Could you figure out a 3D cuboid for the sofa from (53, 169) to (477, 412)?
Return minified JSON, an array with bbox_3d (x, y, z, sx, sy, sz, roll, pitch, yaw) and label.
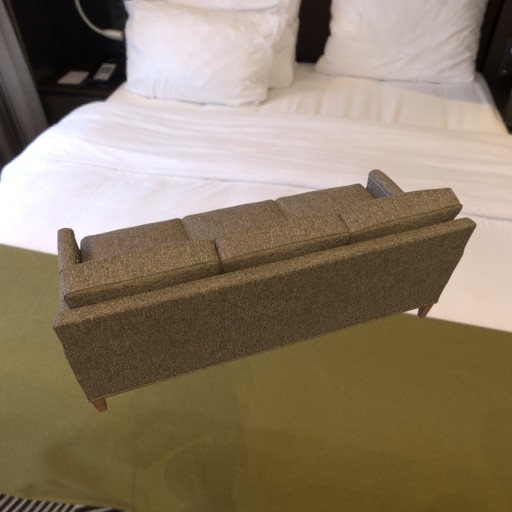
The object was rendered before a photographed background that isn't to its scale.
[{"bbox_3d":[0.000,0.000,2.716,2.246,1.003,1.084,-13,43,-14],"label":"sofa"}]
